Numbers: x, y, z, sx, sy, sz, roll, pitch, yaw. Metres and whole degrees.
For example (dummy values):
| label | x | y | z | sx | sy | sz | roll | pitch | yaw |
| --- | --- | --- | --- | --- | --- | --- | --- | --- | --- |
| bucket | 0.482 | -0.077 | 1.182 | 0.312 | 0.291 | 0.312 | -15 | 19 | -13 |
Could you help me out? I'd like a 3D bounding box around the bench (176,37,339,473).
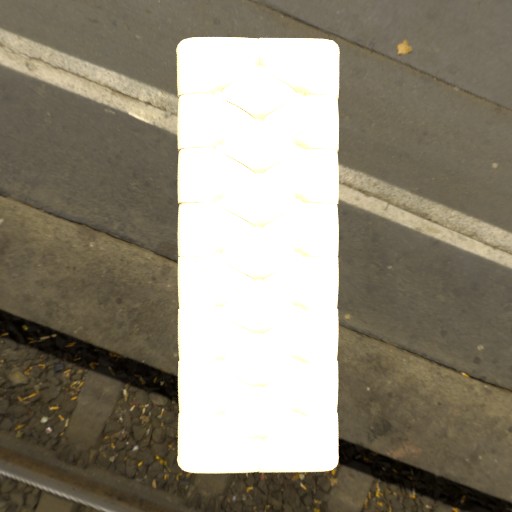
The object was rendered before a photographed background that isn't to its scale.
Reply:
| label | x | y | z | sx | sy | sz | roll | pitch | yaw |
| --- | --- | --- | --- | --- | --- | --- | --- | --- | --- |
| bench | 0.000 | 0.000 | 1.280 | 0.400 | 0.470 | 1.054 | 0 | 91 | -2 |
